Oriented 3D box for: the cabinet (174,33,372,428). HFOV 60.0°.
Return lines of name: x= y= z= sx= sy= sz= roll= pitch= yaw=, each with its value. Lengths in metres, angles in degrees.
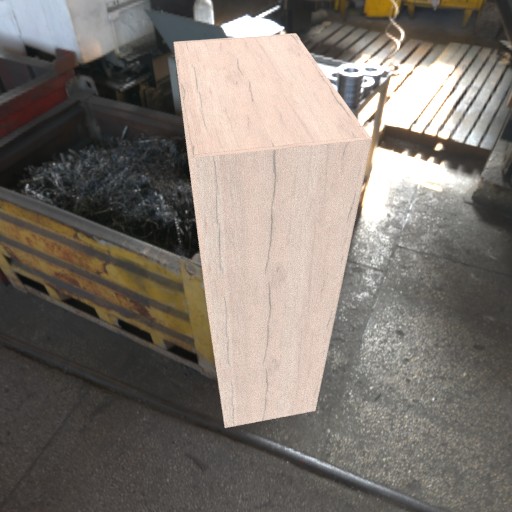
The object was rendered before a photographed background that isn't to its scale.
cabinet: x=0.000 y=0.000 z=2.417 sx=0.580 sy=1.930 sz=0.980 roll=-8 pitch=46 yaw=-8
